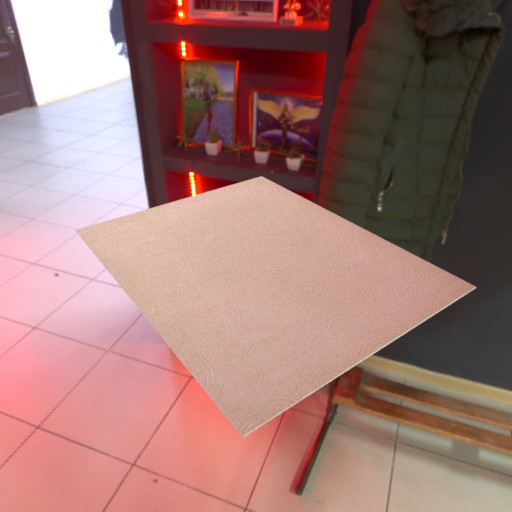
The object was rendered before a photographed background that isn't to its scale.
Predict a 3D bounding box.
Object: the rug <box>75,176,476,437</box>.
[{"bbox_3d":[0.000,0.000,3.572,2.073,0.011,2.584,-22,39,-30],"label":"rug"}]
